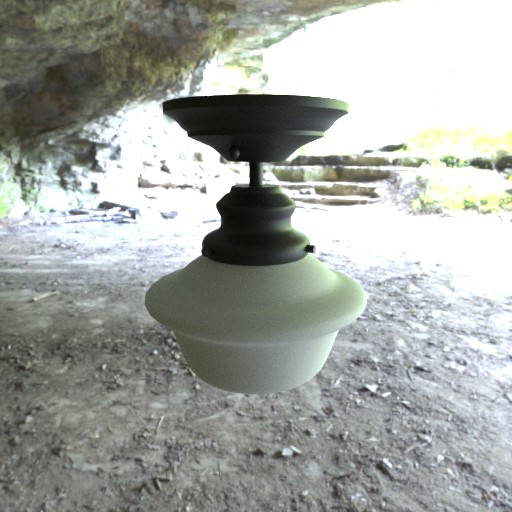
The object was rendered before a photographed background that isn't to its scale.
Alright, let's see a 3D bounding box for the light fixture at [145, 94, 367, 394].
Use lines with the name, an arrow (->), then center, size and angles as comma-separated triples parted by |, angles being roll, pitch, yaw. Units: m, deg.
light fixture -> 0.000, 0.000, 0.393 | 0.197, 0.254, 0.197 | 0, 13, 0
